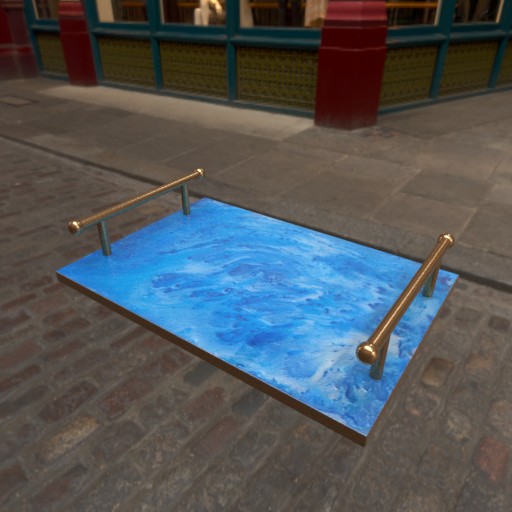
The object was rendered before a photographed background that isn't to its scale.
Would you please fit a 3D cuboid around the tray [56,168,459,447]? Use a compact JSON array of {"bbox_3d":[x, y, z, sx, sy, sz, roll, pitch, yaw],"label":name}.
[{"bbox_3d":[0.000,0.000,0.575,0.444,0.084,0.304,20,36,30],"label":"tray"}]
